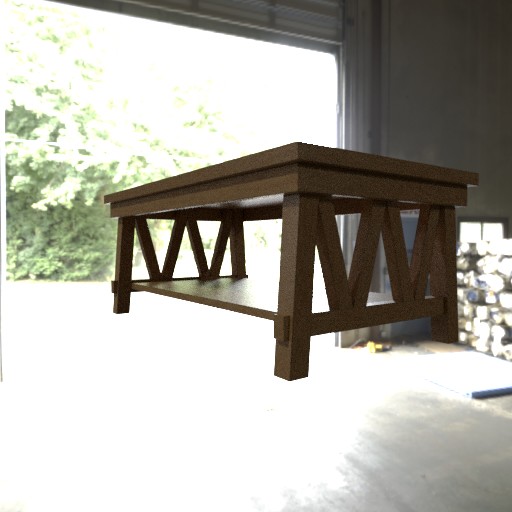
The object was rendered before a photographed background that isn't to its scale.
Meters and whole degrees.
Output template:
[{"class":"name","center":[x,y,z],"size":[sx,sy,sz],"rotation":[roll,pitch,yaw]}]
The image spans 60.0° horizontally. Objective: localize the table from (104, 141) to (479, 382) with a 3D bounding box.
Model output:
[{"class":"table","center":[0.000,0.000,1.626],"size":[0.711,0.507,1.270],"rotation":[-1,2,-36]}]
